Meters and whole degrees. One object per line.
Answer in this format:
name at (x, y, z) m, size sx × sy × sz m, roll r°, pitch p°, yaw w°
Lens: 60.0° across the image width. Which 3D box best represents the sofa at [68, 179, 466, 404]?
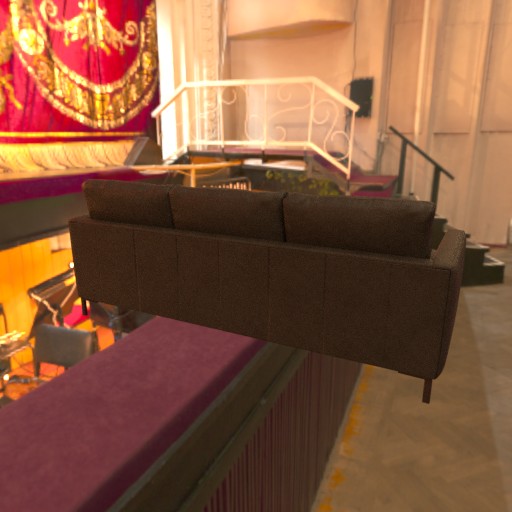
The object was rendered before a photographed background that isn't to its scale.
sofa at (0.000, 0.000, 2.397) m, size 2.029 × 0.805 × 0.748 m, roll 8°, pitch 17°, yaw 26°
